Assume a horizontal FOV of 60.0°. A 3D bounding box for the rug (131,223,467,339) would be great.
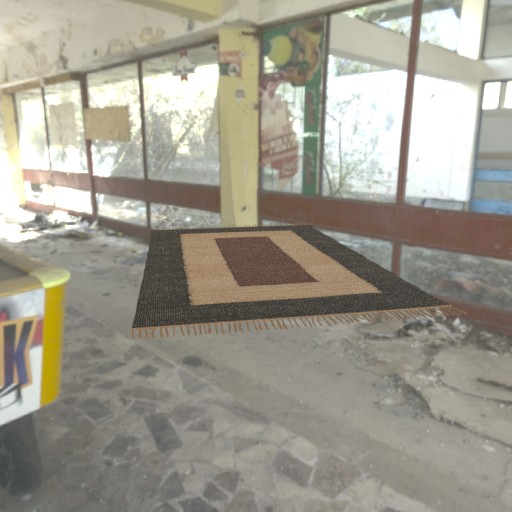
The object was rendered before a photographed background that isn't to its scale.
[{"bbox_3d":[0.000,0.000,1.887,0.920,0.013,1.541,-3,14,-10],"label":"rug"}]
